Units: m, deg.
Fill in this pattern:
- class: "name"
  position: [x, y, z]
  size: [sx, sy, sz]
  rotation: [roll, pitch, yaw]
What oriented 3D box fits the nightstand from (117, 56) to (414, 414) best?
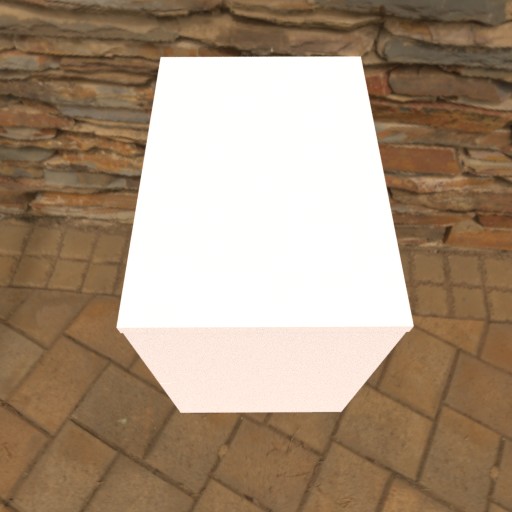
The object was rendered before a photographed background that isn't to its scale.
- class: "nightstand"
  position: [0.000, 0.000, 0.770]
  size: [0.325, 0.460, 0.441]
  rotation: [0, 60, 0]
